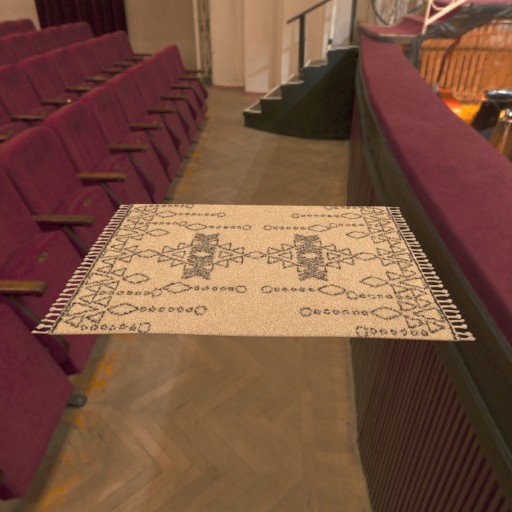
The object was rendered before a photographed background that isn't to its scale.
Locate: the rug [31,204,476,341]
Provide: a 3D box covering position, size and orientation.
[{"bbox_3d":[0.000,0.000,3.901,3.027,0.028,2.125,1,31,1],"label":"rug"}]
